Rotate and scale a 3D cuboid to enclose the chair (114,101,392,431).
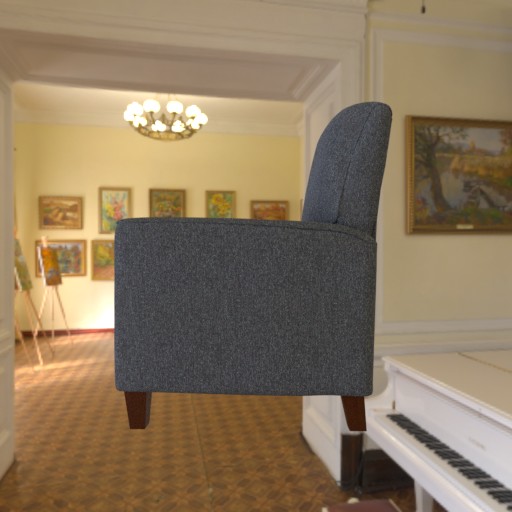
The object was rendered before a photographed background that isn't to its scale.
[{"bbox_3d":[0.000,0.000,1.663,0.850,1.016,0.839,0,0,1],"label":"chair"}]
